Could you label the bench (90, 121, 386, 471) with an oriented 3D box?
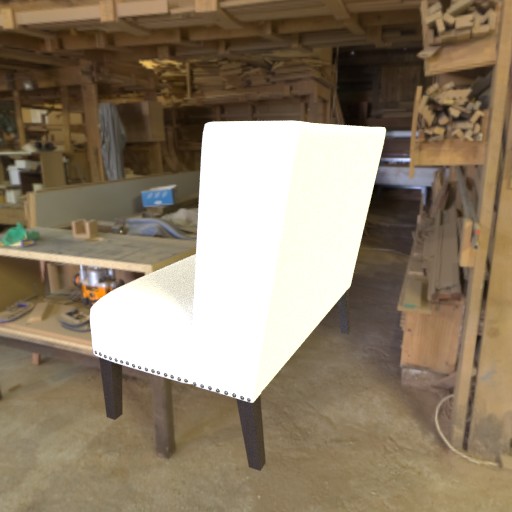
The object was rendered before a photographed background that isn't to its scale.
[{"bbox_3d":[0.000,0.000,1.994,0.847,1.123,1.280,7,17,25],"label":"bench"}]
